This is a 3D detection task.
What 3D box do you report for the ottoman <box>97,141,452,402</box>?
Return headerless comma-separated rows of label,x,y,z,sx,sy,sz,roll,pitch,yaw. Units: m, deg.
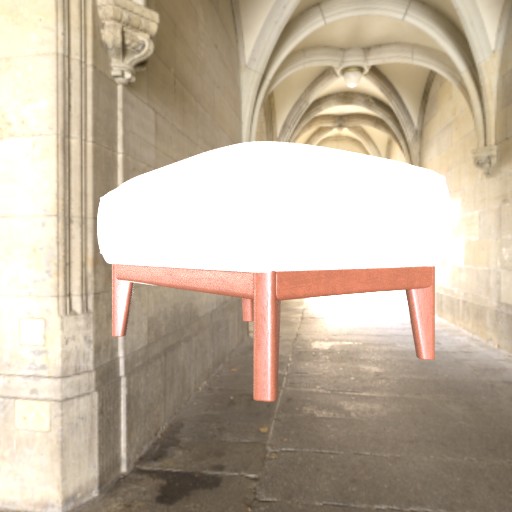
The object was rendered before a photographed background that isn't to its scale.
ottoman,0.000,0.000,1.158,0.594,0.465,0.794,0,1,-37
